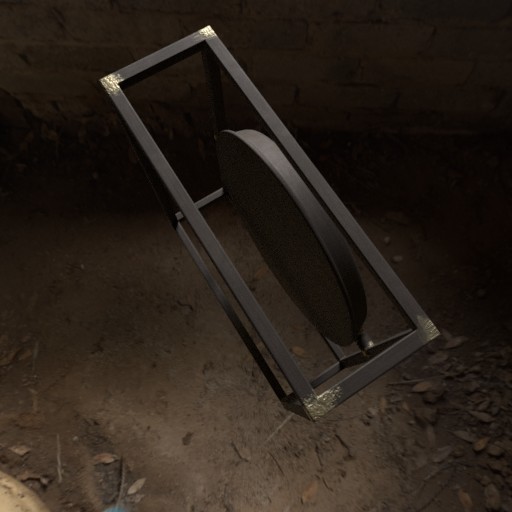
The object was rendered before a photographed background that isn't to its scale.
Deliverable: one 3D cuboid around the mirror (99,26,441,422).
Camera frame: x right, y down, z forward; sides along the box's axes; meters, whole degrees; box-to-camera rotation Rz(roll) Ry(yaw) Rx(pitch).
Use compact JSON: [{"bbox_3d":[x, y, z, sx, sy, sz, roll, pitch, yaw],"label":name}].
[{"bbox_3d":[0.000,0.000,0.471,0.107,0.303,0.306,-31,75,-9],"label":"mirror"}]
